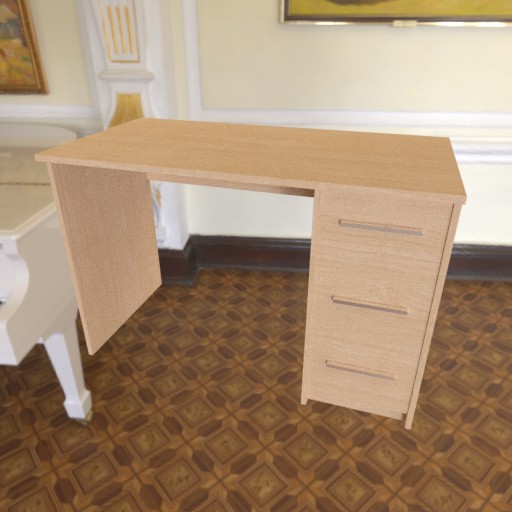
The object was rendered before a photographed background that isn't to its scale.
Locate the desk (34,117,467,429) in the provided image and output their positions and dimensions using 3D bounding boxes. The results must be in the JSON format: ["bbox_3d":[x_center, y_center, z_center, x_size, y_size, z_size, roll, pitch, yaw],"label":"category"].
[{"bbox_3d":[0.000,0.000,1.474,1.097,0.735,0.560,8,29,15],"label":"desk"}]
